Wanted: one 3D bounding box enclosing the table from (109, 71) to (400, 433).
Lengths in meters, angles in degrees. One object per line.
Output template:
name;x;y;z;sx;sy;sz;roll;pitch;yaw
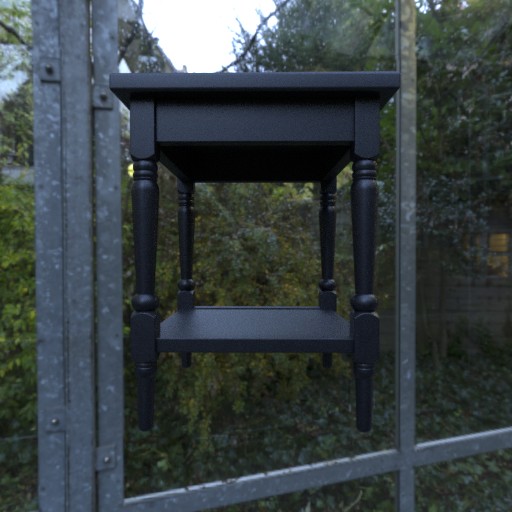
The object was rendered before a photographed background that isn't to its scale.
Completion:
table;0.000;0.000;0.918;0.442;0.565;0.488;0;0;1
